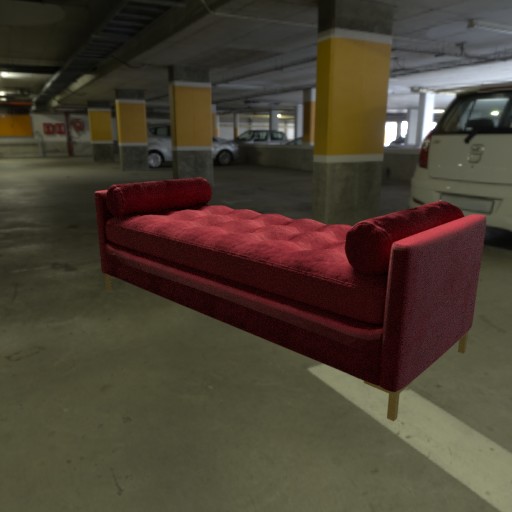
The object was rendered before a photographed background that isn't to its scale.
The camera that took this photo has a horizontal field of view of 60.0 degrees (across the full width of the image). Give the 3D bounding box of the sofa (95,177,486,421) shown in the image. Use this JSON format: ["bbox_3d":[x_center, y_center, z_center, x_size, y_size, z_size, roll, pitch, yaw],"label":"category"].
[{"bbox_3d":[0.000,0.000,2.437,2.102,0.705,0.796,14,20,42],"label":"sofa"}]
